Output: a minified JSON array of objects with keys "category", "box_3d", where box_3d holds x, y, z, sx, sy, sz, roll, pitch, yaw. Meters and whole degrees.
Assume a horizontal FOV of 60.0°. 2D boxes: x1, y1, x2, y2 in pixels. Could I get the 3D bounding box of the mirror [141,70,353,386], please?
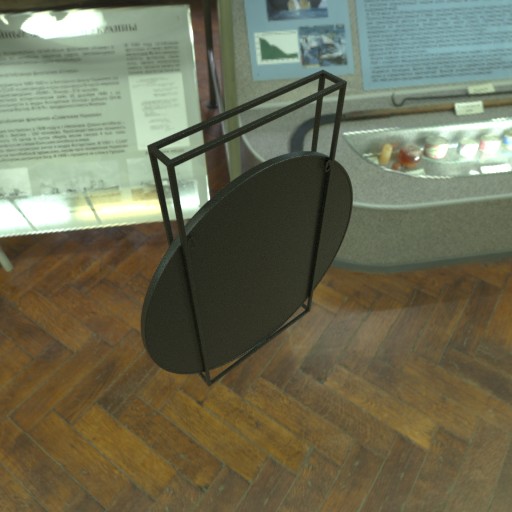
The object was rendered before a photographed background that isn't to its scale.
[{"category":"mirror","box_3d":[0.000,0.000,0.835,0.508,0.603,0.051,-32,56,-25]}]
